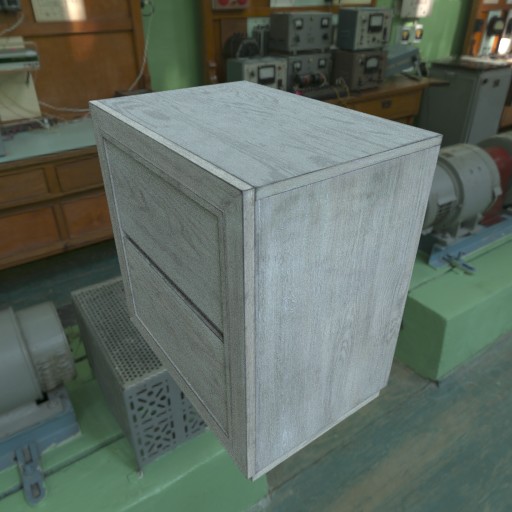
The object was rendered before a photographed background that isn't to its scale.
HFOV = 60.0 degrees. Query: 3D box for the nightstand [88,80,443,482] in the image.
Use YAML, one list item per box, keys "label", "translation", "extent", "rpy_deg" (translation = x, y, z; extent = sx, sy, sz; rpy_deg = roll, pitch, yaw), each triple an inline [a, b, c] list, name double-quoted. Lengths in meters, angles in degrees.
- label: "nightstand"
  translation: [0.000, 0.000, 1.068]
  extent: [0.483, 0.673, 0.612]
  rpy_deg: [-21, 37, -30]
